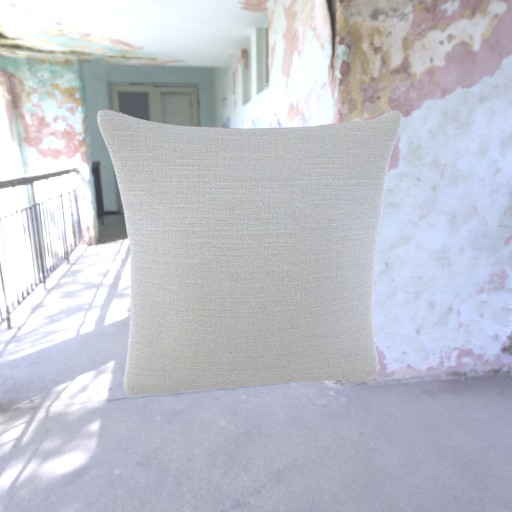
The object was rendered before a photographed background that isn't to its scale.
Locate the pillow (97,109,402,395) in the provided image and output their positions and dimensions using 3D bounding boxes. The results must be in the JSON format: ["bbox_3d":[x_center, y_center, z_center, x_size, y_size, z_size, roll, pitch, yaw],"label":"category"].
[{"bbox_3d":[0.000,0.000,0.708,0.451,0.449,0.191,-2,14,-8],"label":"pillow"}]
